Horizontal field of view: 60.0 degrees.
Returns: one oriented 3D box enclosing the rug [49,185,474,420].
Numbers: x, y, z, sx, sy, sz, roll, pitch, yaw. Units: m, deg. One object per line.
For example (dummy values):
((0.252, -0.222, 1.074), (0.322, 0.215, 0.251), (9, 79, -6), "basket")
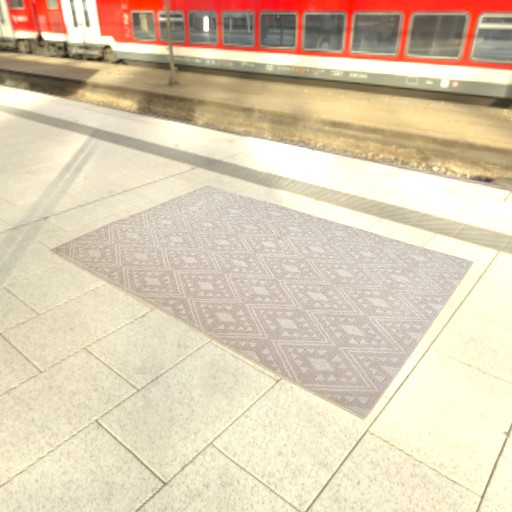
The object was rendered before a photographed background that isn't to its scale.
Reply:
((0.000, 0.000, 2.300), (1.829, 0.034, 1.252), (21, 36, 32), "rug")
